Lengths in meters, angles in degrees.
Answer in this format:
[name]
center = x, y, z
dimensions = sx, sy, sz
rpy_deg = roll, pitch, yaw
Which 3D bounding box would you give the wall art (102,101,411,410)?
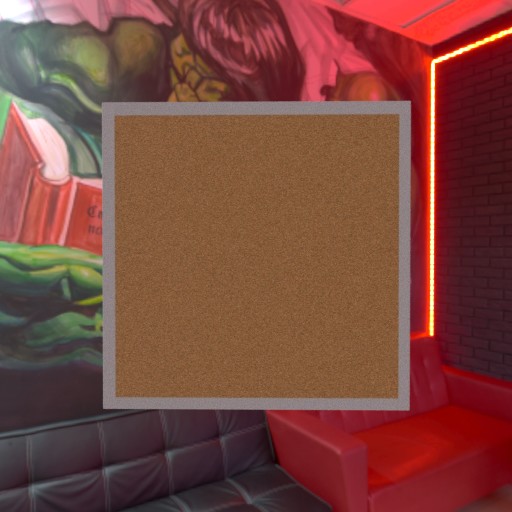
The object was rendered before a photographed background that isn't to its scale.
[wall art]
center = 0.000, 0.000, 0.457
dimensions = 0.305, 0.305, 0.038
rpy_deg = 0, 1, 1
